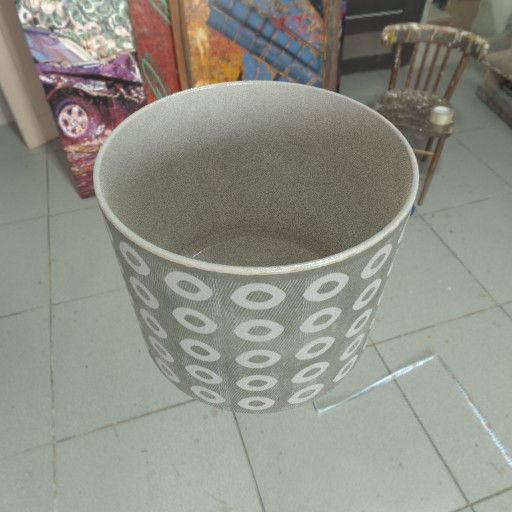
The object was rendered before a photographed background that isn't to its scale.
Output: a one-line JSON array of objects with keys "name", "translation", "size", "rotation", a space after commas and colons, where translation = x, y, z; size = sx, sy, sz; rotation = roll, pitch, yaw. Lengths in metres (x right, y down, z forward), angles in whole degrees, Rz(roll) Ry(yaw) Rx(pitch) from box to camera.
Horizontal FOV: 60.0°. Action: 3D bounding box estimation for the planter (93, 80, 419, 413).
[{"name": "planter", "translation": [0.000, 0.000, 0.436], "size": [0.250, 0.239, 0.250], "rotation": [0, 47, 0]}]
